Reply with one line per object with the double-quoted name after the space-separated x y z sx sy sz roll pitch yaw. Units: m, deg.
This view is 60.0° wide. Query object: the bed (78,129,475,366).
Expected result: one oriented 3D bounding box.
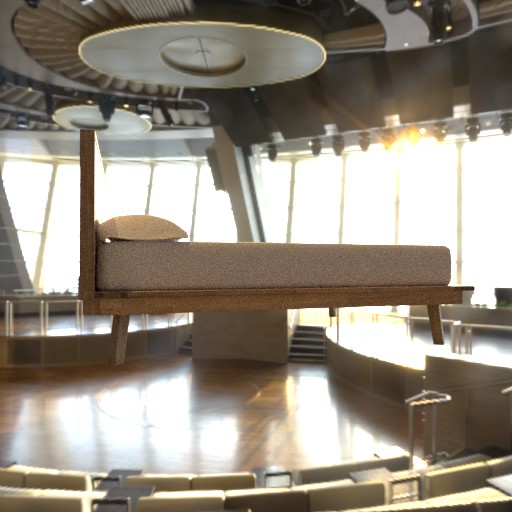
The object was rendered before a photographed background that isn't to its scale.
0.000 0.000 3.072 2.145 1.071 1.759 0 -1 -17 "bed"
